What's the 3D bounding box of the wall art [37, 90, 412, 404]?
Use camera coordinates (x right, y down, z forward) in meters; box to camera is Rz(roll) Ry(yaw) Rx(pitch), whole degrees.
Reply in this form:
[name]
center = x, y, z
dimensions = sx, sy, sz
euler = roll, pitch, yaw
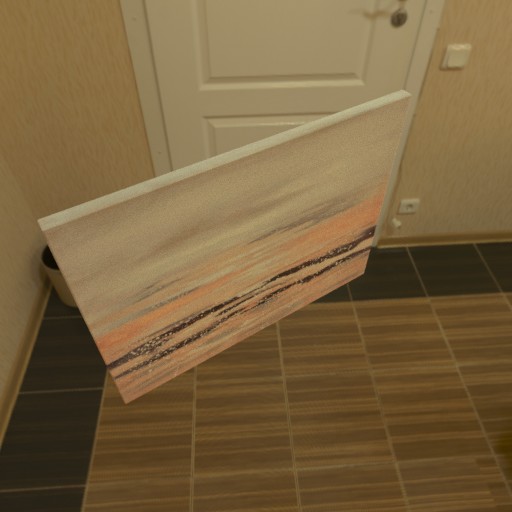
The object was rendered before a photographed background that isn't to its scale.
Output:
[wall art]
center = 0.000, 0.000, 1.334
dimensions = 1.015, 0.763, 0.038
euler = -25, 52, -22
